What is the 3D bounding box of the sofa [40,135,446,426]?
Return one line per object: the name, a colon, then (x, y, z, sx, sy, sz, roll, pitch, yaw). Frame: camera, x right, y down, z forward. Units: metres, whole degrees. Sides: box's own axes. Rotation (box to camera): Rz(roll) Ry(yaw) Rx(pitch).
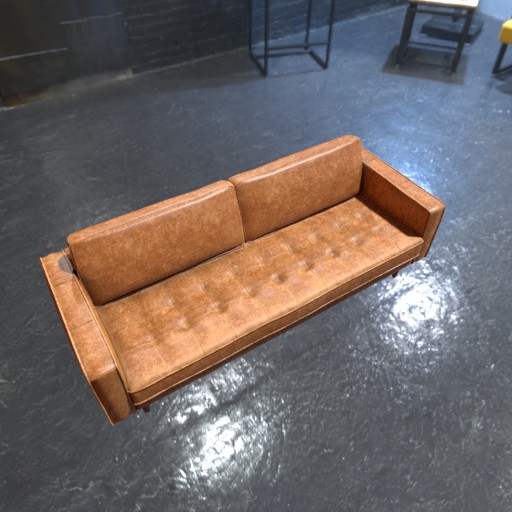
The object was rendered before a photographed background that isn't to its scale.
sofa: (0.000, 0.000, 2.615, 2.199, 0.779, 0.886, -24, 50, -22)
